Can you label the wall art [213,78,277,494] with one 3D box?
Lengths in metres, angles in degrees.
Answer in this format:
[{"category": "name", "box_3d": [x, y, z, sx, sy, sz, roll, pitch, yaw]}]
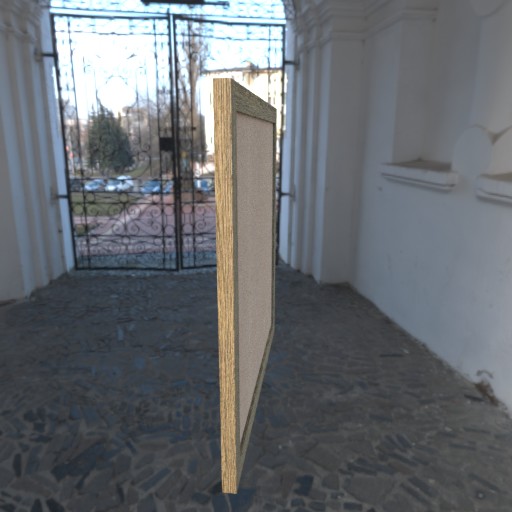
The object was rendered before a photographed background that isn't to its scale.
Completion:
[{"category": "wall art", "box_3d": [0.000, 0.000, 0.757, 0.019, 0.508, 0.508, 2, 15, 8]}]
